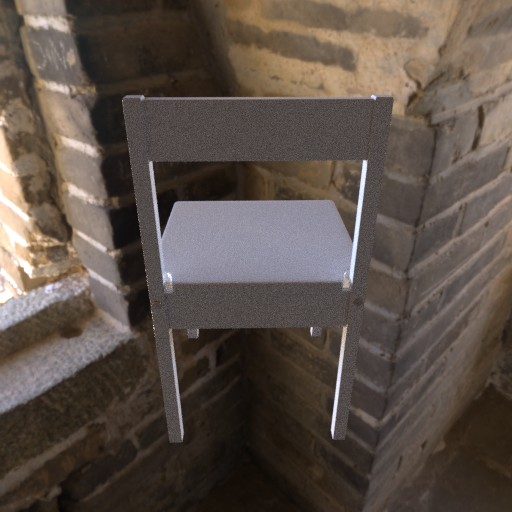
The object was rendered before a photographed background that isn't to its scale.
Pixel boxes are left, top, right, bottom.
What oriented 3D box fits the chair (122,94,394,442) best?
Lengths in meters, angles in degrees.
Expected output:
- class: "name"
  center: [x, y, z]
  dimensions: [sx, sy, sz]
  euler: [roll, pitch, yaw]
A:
- class: "chair"
  center: [0.000, 0.000, 0.894]
  dimensions: [0.367, 0.668, 0.361]
  euler: [-1, 29, -1]
